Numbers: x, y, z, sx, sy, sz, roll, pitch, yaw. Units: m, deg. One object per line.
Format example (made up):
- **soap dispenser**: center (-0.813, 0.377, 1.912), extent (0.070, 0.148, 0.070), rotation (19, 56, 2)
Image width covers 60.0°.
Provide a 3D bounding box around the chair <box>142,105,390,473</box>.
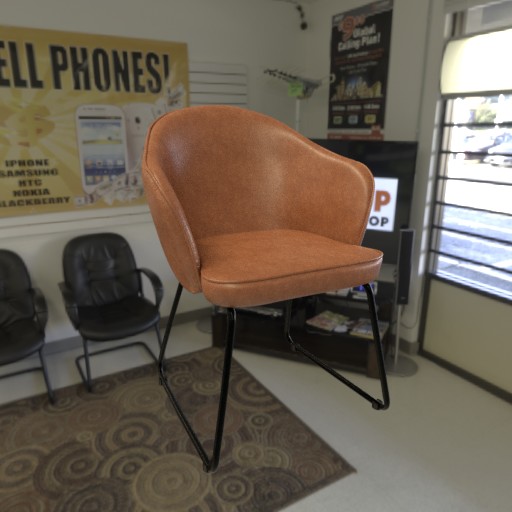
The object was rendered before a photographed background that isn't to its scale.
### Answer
- **chair**: center (0.000, 0.000, 1.185), extent (0.582, 0.785, 0.580), rotation (-8, 18, -27)
